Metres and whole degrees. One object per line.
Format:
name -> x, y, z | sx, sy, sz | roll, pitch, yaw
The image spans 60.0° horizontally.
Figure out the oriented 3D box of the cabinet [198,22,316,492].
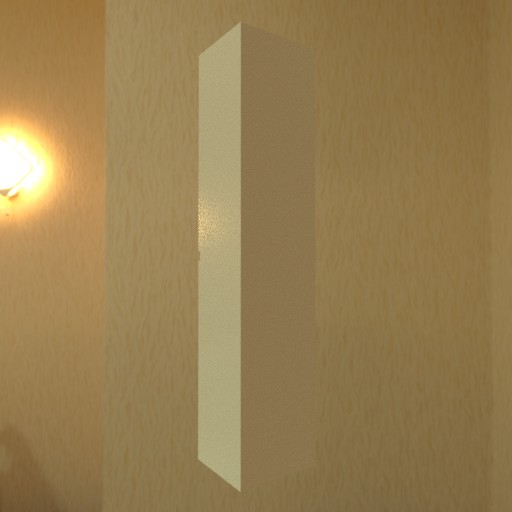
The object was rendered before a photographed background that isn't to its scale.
cabinet -> 0.000, 0.000, 1.515 | 0.300, 1.400, 0.269 | 1, -1, -35
